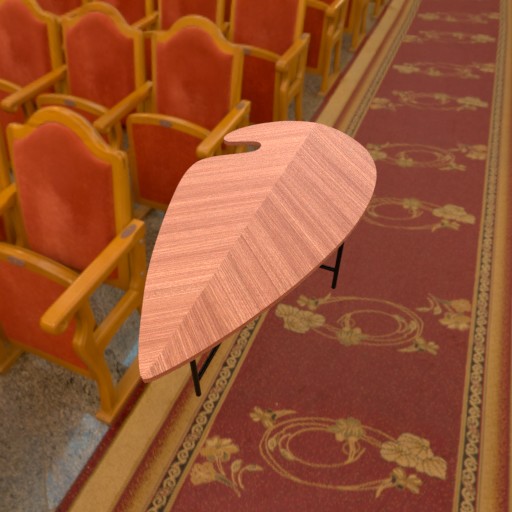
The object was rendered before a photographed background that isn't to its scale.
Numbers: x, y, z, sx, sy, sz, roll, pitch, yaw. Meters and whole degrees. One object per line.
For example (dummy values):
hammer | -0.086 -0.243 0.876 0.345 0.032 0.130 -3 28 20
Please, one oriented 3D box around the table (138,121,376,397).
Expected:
table | 0.000 0.000 1.446 0.598 0.360 1.199 17 47 16
